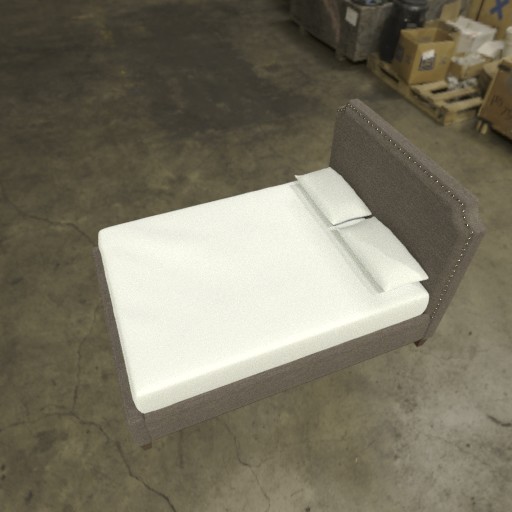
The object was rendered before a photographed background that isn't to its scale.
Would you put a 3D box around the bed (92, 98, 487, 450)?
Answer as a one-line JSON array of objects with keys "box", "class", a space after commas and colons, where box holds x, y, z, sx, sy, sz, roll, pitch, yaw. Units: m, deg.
[{"box": [0.000, 0.000, 3.385, 2.381, 1.457, 1.713, -16, 48, -15], "class": "bed"}]
